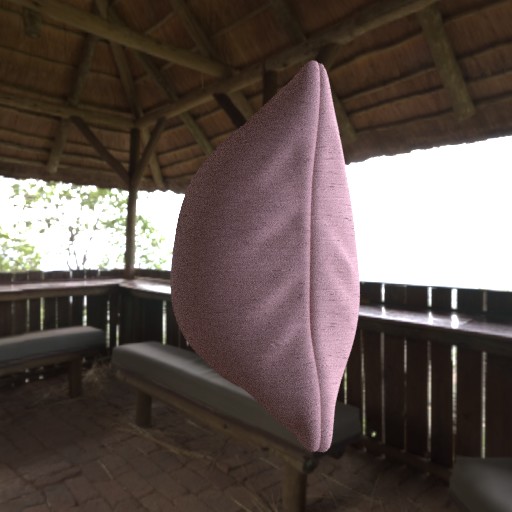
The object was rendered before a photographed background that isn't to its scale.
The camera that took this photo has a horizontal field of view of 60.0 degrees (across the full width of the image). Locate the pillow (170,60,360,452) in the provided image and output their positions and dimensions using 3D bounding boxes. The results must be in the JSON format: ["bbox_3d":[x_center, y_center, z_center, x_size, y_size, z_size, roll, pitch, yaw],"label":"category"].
[{"bbox_3d":[0.000,0.000,0.662,0.246,0.415,0.432,0,1,-18],"label":"pillow"}]
